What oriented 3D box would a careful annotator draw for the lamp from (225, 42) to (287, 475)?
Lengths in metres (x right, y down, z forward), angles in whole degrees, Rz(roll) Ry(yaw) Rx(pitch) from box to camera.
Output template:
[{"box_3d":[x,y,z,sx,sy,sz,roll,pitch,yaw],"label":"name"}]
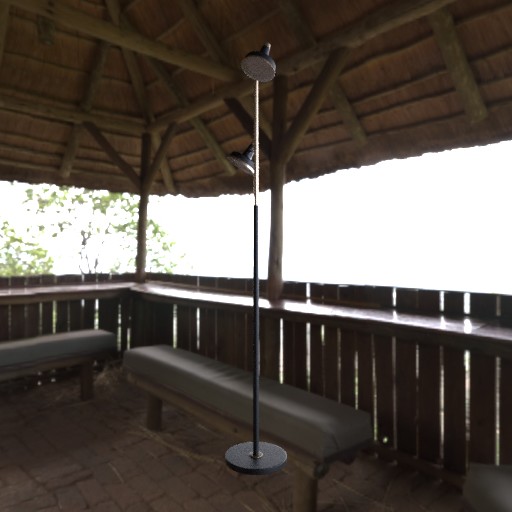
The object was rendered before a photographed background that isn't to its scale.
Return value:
[{"box_3d":[0.000,0.000,1.816,0.253,1.674,0.351,0,0,-17],"label":"lamp"}]
